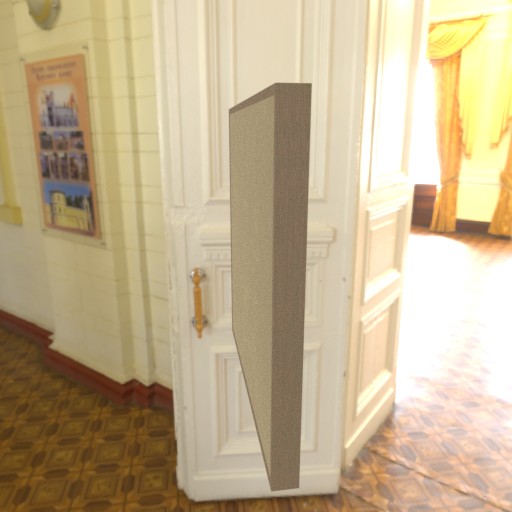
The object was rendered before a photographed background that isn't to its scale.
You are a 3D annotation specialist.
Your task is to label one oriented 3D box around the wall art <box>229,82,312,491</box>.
[{"bbox_3d":[0.000,0.000,0.764,0.038,0.506,0.508,-2,16,-8],"label":"wall art"}]
